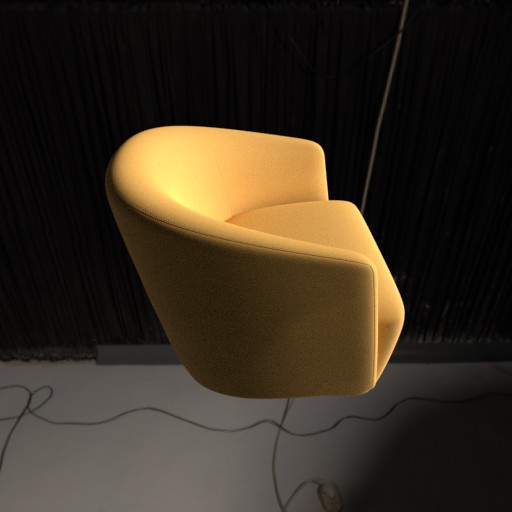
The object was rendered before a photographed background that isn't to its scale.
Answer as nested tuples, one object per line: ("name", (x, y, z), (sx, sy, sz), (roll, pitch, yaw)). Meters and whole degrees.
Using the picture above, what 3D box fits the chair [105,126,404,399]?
("chair", (0.000, 0.000, 1.365), (0.767, 0.698, 0.773), (-1, 33, -1))
